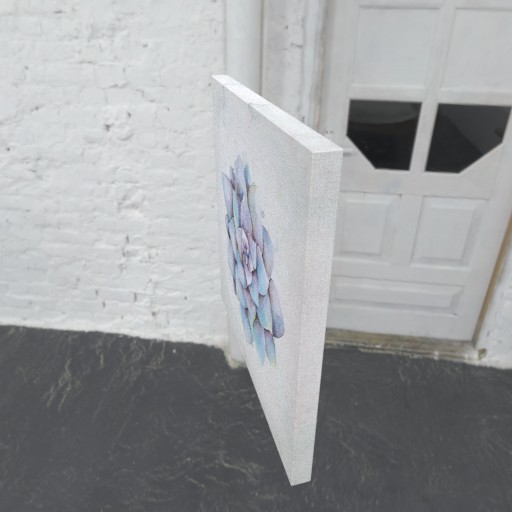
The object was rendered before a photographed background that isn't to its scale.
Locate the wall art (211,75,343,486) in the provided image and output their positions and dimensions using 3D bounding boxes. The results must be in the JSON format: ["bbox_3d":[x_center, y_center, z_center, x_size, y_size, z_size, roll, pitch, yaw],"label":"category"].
[{"bbox_3d":[0.000,0.000,0.905,0.040,0.612,0.612,-8,31,-14],"label":"wall art"}]
